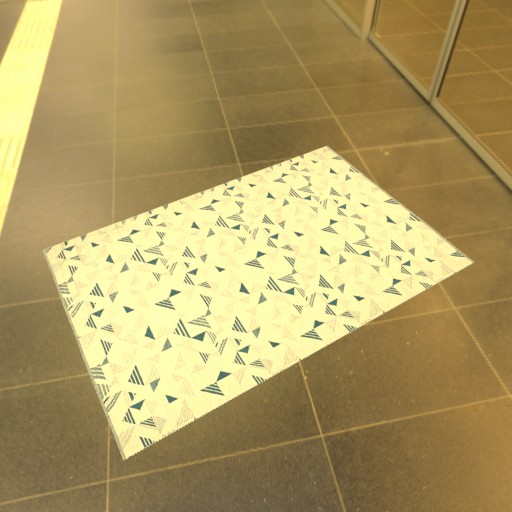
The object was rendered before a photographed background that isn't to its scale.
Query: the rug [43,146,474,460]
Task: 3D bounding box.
[{"bbox_3d":[0.000,0.000,2.243,1.835,0.003,1.206,-24,52,-21],"label":"rug"}]
